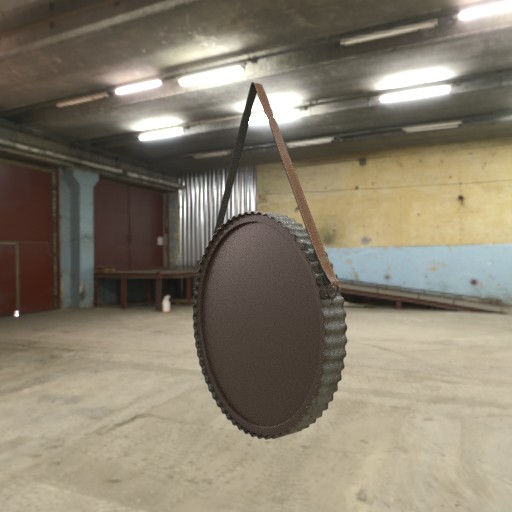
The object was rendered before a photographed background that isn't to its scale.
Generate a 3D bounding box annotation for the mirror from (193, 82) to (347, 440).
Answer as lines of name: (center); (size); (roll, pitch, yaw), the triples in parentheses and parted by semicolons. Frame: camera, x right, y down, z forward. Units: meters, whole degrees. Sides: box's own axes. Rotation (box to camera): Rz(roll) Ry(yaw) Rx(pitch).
mirror: (0.000, 0.000, 0.722); (0.042, 0.568, 0.355); (1, -1, -37)
